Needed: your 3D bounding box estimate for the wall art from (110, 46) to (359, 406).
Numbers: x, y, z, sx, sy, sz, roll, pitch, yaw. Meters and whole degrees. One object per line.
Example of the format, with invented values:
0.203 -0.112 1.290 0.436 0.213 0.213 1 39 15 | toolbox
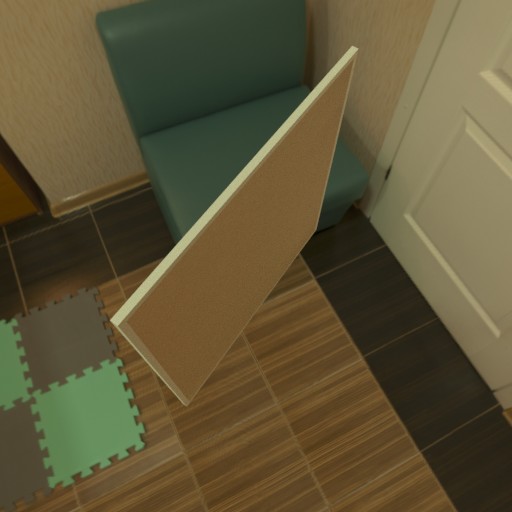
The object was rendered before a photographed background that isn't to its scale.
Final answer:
0.000 0.000 0.846 0.012 0.557 0.557 31 67 15 | wall art
